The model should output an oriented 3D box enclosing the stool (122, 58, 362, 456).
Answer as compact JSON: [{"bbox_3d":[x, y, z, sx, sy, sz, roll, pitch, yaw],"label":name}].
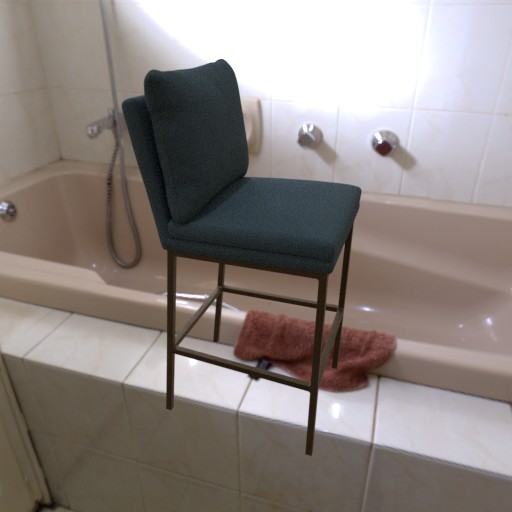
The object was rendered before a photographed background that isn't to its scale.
[{"bbox_3d":[0.000,0.000,1.414,0.568,1.124,0.463,10,29,18],"label":"stool"}]
